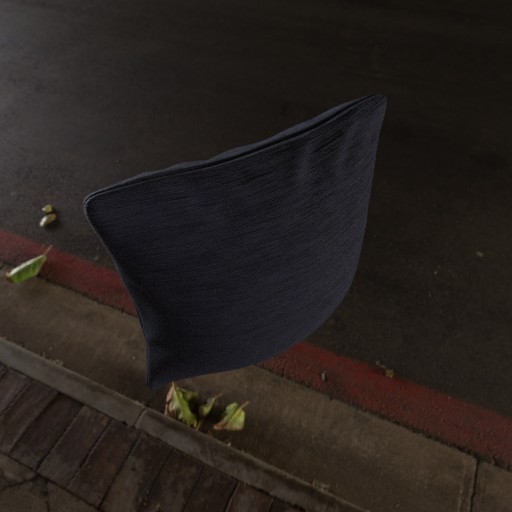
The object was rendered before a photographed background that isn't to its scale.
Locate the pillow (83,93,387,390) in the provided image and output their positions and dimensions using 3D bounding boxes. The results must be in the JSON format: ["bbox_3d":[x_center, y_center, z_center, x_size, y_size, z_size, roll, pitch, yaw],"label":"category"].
[{"bbox_3d":[0.000,0.000,0.682,0.432,0.414,0.246,-25,51,-22],"label":"pillow"}]
